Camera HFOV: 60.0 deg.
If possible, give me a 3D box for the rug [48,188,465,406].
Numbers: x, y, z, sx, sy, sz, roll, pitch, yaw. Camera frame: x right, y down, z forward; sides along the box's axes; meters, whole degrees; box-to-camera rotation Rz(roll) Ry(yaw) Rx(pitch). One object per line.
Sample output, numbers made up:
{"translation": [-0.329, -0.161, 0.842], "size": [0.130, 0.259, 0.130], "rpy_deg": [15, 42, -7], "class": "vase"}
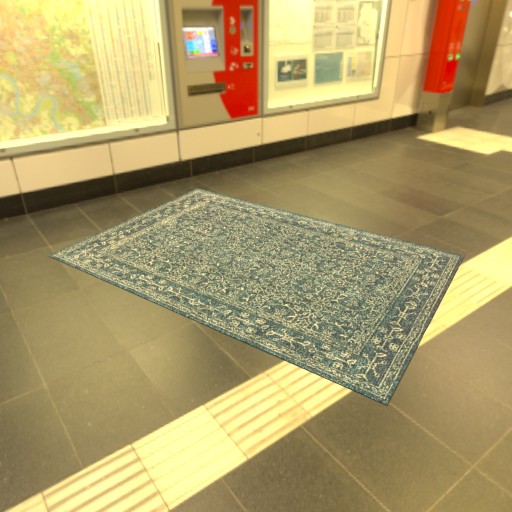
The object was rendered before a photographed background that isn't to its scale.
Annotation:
{"translation": [0.000, 0.000, 2.314], "size": [1.819, 0.005, 1.200], "rpy_deg": [18, 34, 29], "class": "rug"}
